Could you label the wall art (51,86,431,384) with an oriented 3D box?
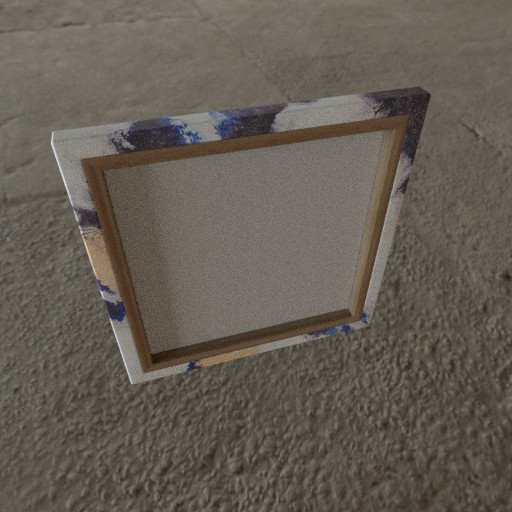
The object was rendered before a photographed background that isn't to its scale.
[{"bbox_3d":[0.000,0.000,0.898,0.609,0.609,0.039,-11,43,-12],"label":"wall art"}]
